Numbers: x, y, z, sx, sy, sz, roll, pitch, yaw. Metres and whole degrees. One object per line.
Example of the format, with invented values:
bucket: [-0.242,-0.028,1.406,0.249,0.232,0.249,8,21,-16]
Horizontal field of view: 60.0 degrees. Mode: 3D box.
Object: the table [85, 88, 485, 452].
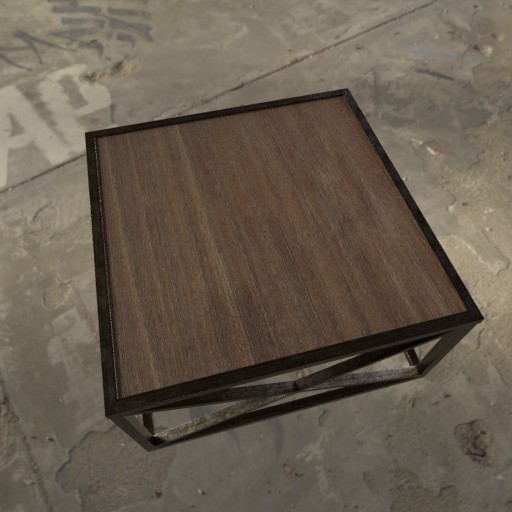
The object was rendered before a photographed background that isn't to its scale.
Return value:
table: [0.000,0.000,1.431,0.899,0.451,0.909,-12,58,-8]
